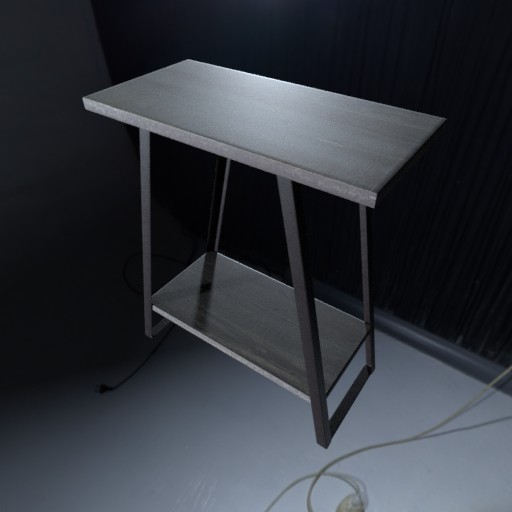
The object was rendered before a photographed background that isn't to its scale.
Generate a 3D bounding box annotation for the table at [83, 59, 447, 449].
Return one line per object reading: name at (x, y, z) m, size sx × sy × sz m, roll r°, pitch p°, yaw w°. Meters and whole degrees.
table at (0.000, 0.000, 1.028) m, size 0.599 × 0.701 × 0.300 m, roll 24°, pitch 46°, yaw 26°
